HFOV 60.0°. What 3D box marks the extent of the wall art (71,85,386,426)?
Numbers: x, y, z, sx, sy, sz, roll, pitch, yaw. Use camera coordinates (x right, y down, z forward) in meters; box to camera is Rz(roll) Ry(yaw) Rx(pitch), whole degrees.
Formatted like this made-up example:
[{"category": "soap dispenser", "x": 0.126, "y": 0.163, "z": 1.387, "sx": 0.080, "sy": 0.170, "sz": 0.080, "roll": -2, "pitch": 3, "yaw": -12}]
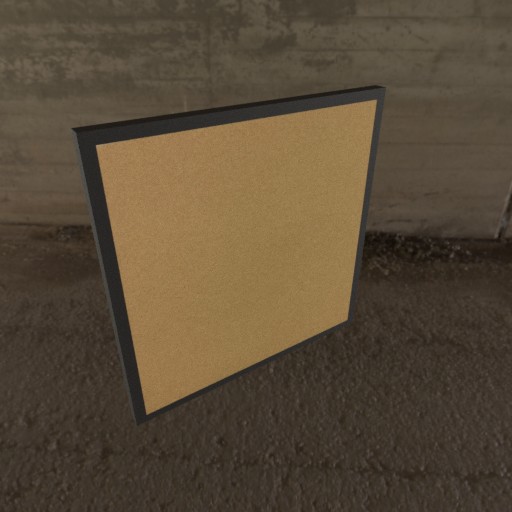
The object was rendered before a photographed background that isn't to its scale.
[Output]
[{"category": "wall art", "x": 0.000, "y": 0.000, "z": 1.147, "sx": 0.762, "sy": 0.760, "sz": 0.037, "roll": -19, "pitch": 36, "yaw": -28}]
